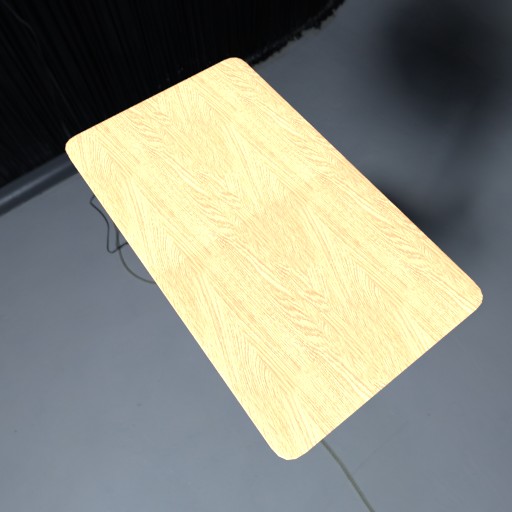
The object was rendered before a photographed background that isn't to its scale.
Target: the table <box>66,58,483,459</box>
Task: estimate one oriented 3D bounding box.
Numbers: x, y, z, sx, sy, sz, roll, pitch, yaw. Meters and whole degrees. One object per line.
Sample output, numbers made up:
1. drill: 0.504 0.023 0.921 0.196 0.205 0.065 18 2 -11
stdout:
1. table: 0.000 0.000 2.127 0.950 0.770 1.600 -34 68 -15
